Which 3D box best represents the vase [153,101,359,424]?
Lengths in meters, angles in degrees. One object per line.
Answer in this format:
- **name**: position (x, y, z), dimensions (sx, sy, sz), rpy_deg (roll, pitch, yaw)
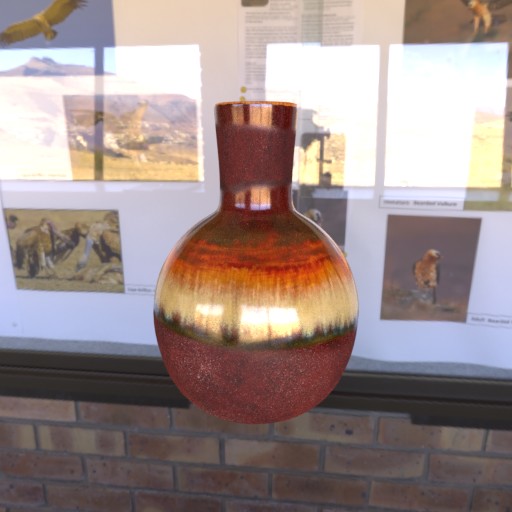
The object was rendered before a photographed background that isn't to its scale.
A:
- **vase**: position (0.000, 0.000, 0.238), dimensions (0.111, 0.154, 0.111), rpy_deg (0, 15, 0)
